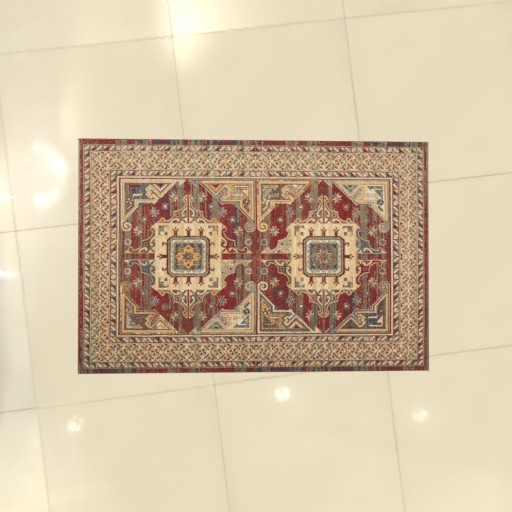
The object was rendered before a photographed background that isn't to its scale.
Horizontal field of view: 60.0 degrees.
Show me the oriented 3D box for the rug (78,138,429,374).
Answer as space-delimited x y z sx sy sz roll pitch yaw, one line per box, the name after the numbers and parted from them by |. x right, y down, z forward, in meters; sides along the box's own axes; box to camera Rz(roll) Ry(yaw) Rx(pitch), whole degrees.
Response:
0.000 0.000 5.795 4.578 0.033 3.033 0 90 -2 | rug
